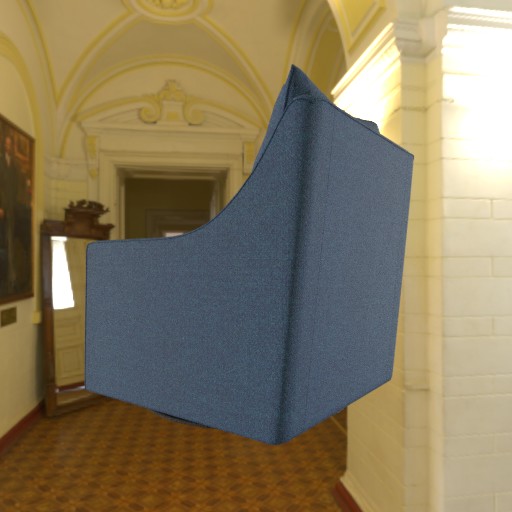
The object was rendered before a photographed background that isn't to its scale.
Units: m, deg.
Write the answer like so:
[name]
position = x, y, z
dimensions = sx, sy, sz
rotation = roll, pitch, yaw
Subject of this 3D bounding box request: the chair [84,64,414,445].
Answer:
[chair]
position = 0.000, 0.000, 1.517
dimensions = 0.870, 0.939, 0.750
rotation = -1, -1, 37
